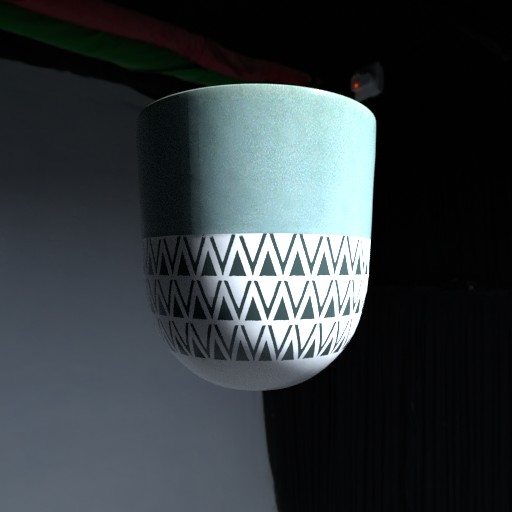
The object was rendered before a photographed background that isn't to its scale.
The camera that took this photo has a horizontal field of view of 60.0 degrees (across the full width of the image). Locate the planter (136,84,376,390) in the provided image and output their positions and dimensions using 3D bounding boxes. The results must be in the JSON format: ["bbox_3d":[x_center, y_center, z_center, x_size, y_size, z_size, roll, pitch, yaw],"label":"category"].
[{"bbox_3d":[0.000,0.000,0.377,0.198,0.214,0.198,0,-1,0],"label":"planter"}]
